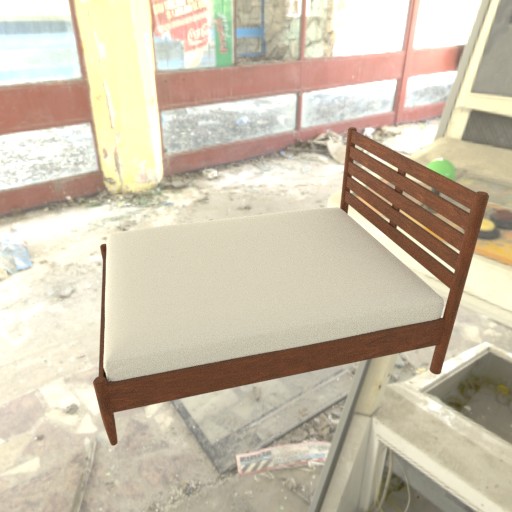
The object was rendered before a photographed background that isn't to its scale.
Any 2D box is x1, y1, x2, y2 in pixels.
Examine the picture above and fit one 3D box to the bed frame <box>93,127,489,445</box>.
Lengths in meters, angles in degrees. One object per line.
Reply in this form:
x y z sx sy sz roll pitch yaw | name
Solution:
0.000 0.000 3.184 2.234 1.321 1.655 -8 30 -14 | bed frame
